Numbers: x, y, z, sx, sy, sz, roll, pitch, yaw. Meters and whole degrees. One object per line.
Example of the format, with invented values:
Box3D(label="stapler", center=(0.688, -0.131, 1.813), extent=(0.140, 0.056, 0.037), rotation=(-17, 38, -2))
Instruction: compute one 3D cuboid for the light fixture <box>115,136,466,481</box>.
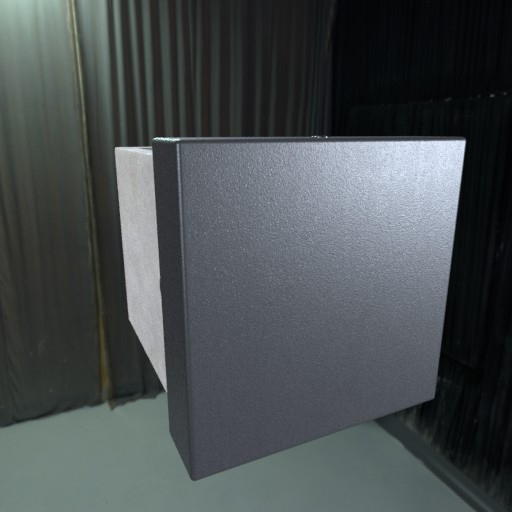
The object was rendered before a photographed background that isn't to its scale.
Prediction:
Box3D(label="light fixture", center=(0.000, 0.000, 0.231), extent=(0.121, 0.121, 0.143), rotation=(-7, 17, -25))
